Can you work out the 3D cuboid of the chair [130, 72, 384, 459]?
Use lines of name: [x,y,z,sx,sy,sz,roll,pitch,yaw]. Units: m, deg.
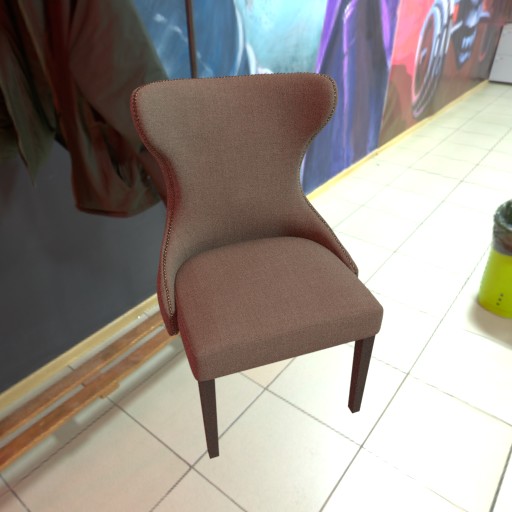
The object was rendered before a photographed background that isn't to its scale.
chair: [0.000,0.000,1.371,0.628,0.967,0.635,-11,35,-16]
